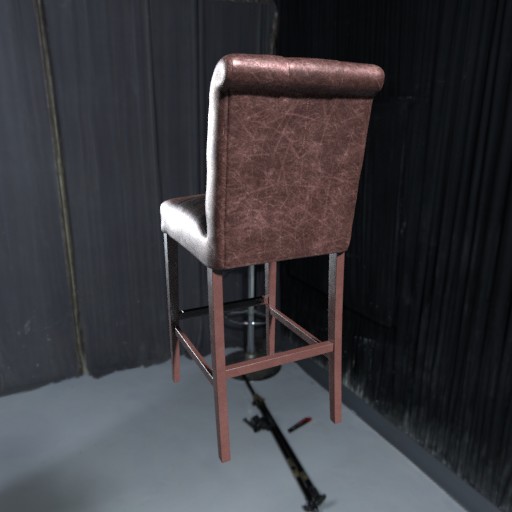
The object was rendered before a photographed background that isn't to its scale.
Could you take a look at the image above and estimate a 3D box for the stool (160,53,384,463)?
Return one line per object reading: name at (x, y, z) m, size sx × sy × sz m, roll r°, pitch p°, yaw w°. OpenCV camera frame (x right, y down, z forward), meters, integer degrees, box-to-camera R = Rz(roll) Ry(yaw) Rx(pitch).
stool at (0.000, 0.000, 1.505) m, size 0.483 × 1.168 × 0.659 m, roll -8°, pitch 18°, yaw -25°
